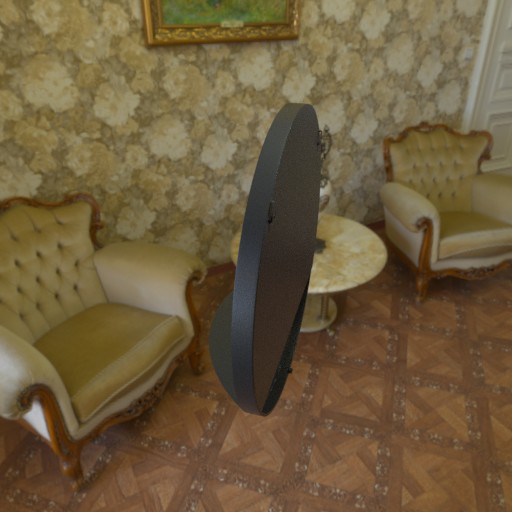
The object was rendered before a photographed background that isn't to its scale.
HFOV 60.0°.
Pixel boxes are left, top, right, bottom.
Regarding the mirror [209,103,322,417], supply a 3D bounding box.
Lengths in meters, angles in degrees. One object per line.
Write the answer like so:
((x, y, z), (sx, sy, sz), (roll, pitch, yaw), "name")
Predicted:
((0.000, 0.000, 0.693), (0.133, 0.457, 0.457), (8, 30, 14), "mirror")
